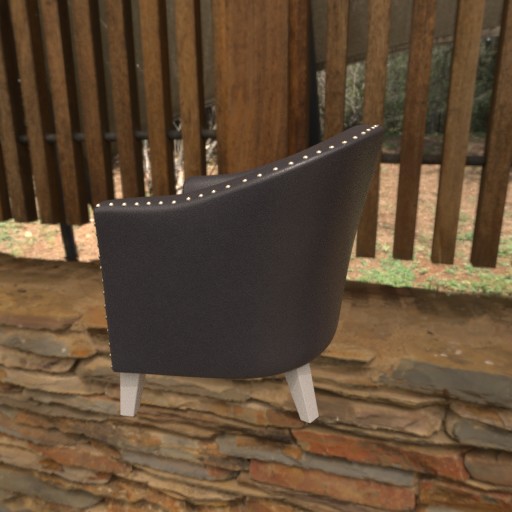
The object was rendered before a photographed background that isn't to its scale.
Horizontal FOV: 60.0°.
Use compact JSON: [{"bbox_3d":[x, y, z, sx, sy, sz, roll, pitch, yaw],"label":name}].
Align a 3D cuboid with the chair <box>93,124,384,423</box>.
[{"bbox_3d":[0.000,0.000,1.453,0.748,0.823,0.794,2,15,9],"label":"chair"}]
